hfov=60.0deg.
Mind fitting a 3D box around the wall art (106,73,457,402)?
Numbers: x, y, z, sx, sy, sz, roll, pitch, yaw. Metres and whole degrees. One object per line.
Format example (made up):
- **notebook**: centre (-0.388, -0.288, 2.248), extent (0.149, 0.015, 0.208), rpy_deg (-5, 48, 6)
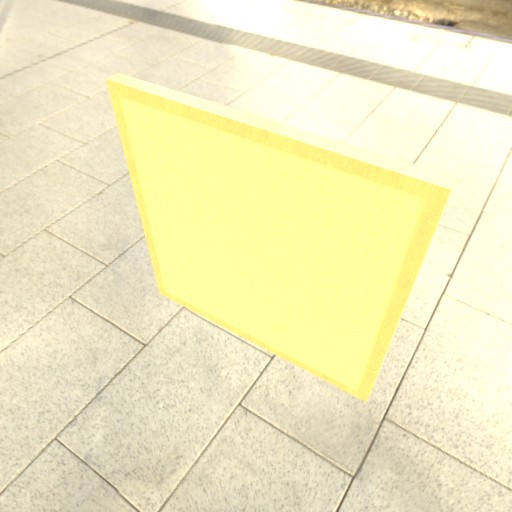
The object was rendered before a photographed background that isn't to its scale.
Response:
- **wall art**: centre (0.000, 0.000, 2.895), extent (1.935, 1.936, 0.097), rpy_deg (24, 51, 21)
